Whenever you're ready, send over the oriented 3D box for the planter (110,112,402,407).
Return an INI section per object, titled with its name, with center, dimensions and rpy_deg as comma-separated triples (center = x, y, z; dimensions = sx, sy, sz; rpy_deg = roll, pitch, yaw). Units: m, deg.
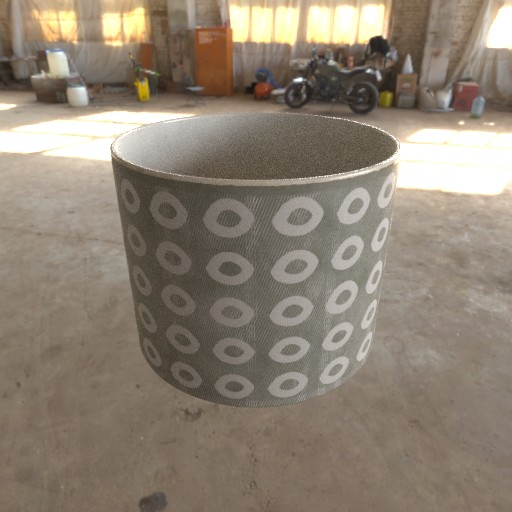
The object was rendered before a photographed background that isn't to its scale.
[planter]
center = 0.000, 0.000, 0.449
dimensions = 0.250, 0.239, 0.250
rpy_deg = 0, 28, 0
